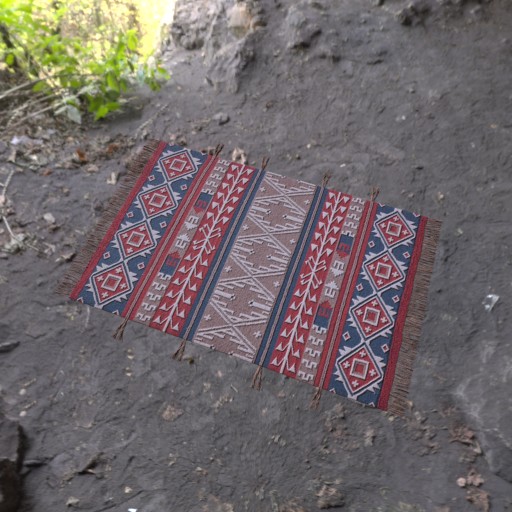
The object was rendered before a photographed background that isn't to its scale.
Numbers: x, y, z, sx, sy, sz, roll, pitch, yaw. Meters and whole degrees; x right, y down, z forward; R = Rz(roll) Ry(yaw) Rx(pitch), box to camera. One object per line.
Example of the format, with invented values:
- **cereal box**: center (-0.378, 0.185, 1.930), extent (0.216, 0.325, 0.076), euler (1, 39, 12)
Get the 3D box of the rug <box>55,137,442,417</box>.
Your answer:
- **rug**: center (0.000, 0.000, 2.629), extent (2.025, 0.040, 1.469), euler (18, 64, 9)
